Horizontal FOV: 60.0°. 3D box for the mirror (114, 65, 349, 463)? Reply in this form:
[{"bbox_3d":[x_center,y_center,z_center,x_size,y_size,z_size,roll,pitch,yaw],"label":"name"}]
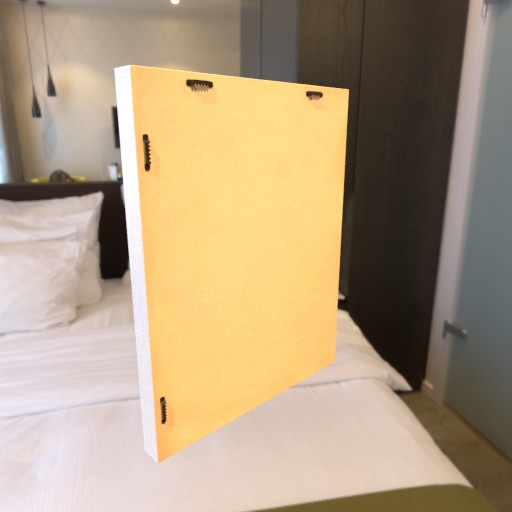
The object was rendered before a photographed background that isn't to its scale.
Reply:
[{"bbox_3d":[0.000,0.000,0.688,0.406,0.509,0.041,-15,21,-42],"label":"mirror"}]
